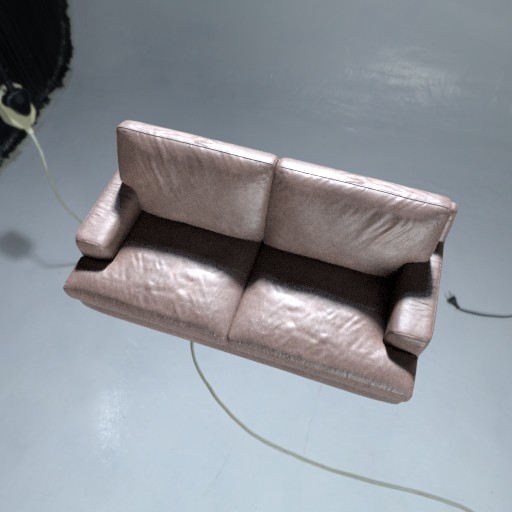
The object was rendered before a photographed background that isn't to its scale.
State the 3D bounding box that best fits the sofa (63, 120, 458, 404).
[{"bbox_3d":[0.000,0.000,2.793,2.261,0.941,1.143,16,62,9],"label":"sofa"}]
